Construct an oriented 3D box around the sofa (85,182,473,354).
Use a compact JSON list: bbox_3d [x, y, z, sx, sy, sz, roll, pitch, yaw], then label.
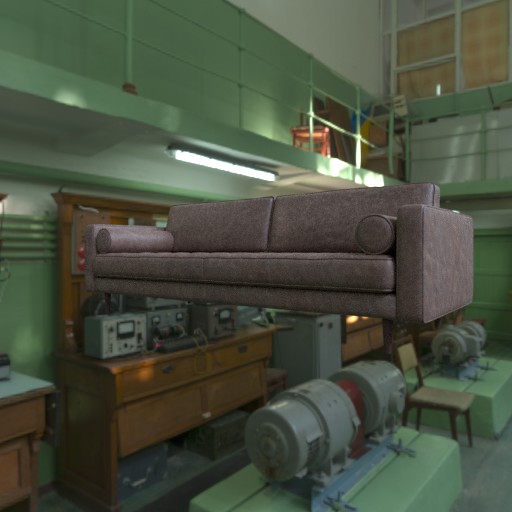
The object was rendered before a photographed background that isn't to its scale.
[{"bbox_3d":[0.000,0.000,2.623,2.210,0.762,0.914,0,1,37],"label":"sofa"}]
